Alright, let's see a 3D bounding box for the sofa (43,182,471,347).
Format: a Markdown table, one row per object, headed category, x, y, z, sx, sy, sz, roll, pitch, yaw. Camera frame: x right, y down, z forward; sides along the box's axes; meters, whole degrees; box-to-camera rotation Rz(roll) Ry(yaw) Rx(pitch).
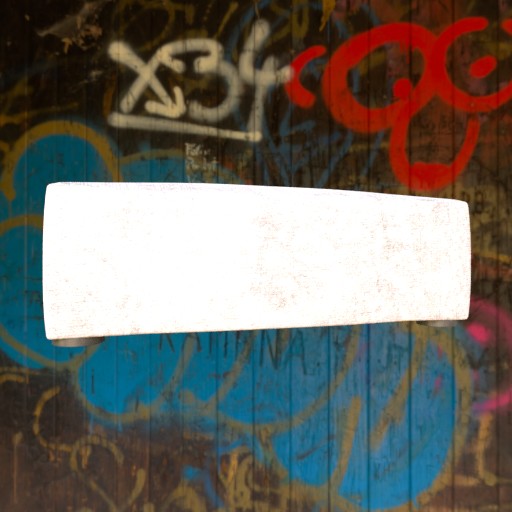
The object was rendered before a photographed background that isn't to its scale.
| category | x | y | z | sx | sy | sz | roll | pitch | yaw |
| --- | --- | --- | --- | --- | --- | --- | --- | --- | --- |
| sofa | 0.000 | 0.000 | 1.130 | 0.930 | 0.330 | 0.480 | 0 | 0 | -16 |
